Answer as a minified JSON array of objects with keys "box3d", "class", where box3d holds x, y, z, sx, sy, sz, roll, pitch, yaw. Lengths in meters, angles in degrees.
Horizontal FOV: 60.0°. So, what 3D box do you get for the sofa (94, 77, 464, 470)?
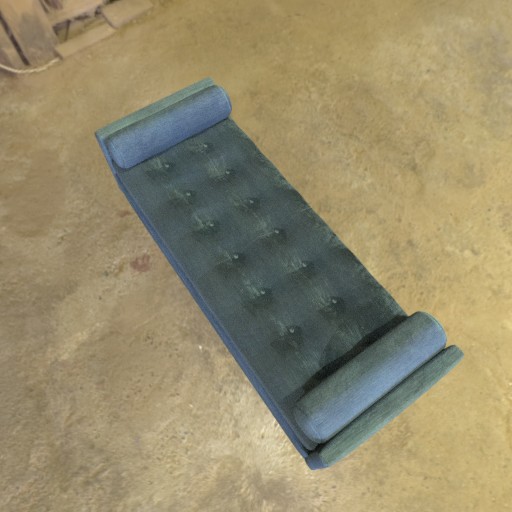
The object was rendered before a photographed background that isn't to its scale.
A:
[{"box3d":[0.000,0.000,2.456,0.796,0.705,2.102,-32,67,-15],"class":"sofa"}]
